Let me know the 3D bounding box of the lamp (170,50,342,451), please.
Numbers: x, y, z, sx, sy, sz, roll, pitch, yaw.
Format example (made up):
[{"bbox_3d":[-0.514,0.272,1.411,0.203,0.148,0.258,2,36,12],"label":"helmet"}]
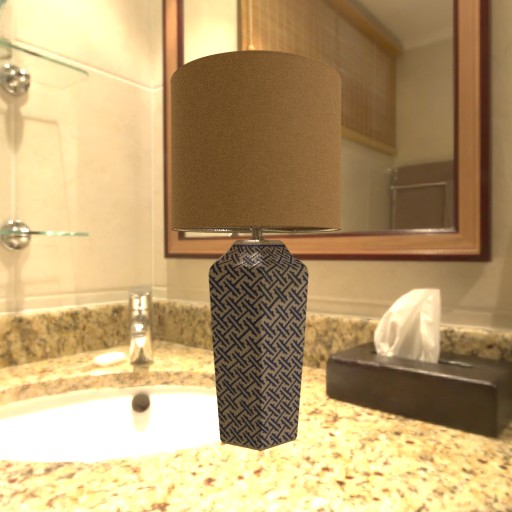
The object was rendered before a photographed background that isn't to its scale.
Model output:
[{"bbox_3d":[0.000,0.000,0.849,0.320,0.682,0.320,0,1,0],"label":"lamp"}]
